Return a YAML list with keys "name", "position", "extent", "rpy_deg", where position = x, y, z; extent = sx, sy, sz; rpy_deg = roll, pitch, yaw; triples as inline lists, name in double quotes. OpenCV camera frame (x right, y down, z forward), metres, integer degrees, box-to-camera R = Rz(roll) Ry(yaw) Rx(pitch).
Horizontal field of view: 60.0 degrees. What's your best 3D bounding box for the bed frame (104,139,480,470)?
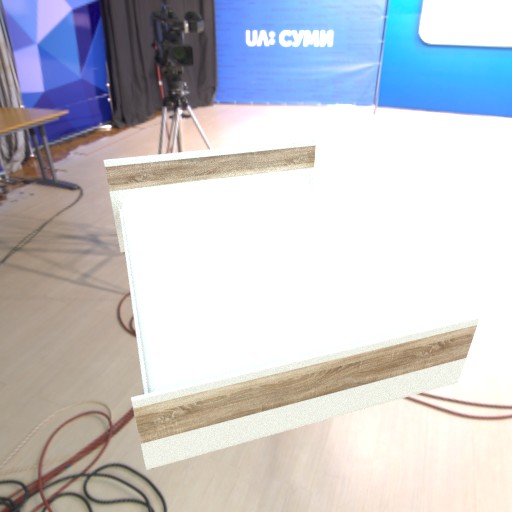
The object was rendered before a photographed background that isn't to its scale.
- name: "bed frame"
  position: [0.000, 0.000, 2.892]
  extent: [1.720, 0.800, 2.060]
  rpy_deg: [-9, 33, -15]
